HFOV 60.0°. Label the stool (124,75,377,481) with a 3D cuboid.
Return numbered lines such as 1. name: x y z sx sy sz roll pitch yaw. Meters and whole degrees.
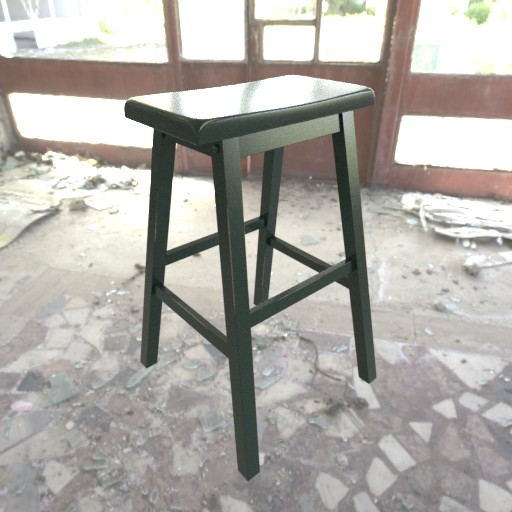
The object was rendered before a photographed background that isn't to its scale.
1. stool: 0.000 0.000 1.048 0.457 0.737 0.476 -24 38 -34
